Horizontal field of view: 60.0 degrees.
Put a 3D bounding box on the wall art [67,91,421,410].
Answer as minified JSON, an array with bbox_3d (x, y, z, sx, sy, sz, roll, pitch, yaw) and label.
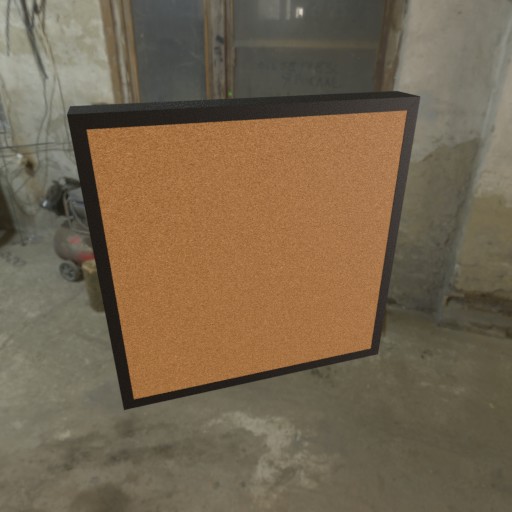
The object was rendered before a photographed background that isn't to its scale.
[{"bbox_3d":[0.000,0.000,0.454,0.305,0.304,0.038,-8,29,-15],"label":"wall art"}]
